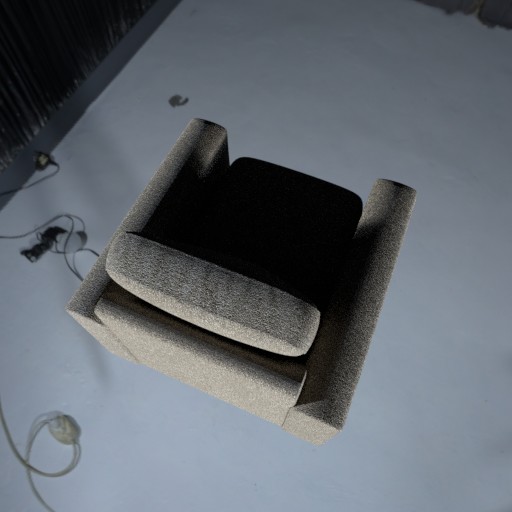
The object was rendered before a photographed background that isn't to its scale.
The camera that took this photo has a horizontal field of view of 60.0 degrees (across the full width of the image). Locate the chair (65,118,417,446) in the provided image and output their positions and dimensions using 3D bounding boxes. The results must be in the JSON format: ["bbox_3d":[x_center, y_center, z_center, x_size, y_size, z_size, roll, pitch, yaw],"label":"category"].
[{"bbox_3d":[0.000,0.000,1.744,1.005,0.873,1.016,21,64,11],"label":"chair"}]
